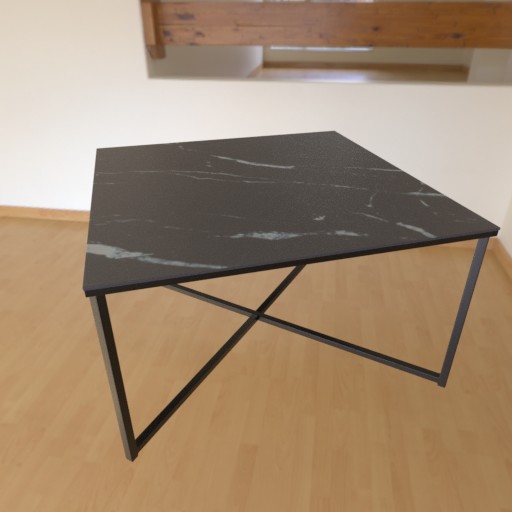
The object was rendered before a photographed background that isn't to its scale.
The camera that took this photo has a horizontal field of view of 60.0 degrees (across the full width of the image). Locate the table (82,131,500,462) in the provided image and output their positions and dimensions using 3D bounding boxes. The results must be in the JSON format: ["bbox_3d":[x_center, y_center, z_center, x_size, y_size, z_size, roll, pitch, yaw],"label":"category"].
[{"bbox_3d":[0.000,0.000,1.244,0.800,0.450,0.800,-8,31,-14],"label":"table"}]
